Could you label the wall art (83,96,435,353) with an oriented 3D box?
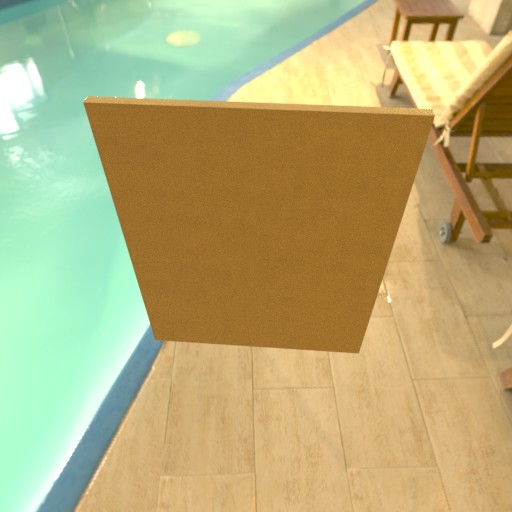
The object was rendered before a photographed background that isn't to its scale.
[{"bbox_3d":[0.000,0.000,1.377,0.798,1.002,0.030,3,47,3],"label":"wall art"}]
